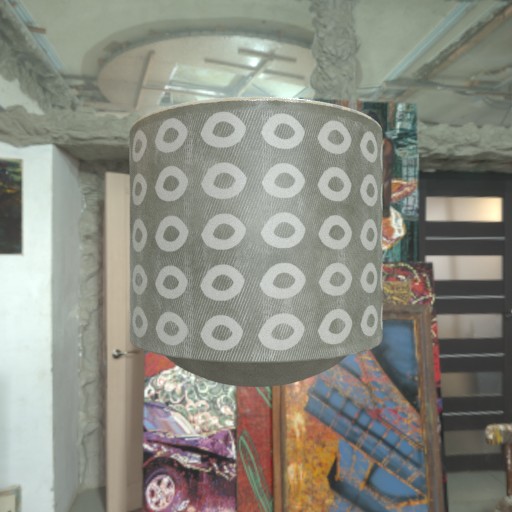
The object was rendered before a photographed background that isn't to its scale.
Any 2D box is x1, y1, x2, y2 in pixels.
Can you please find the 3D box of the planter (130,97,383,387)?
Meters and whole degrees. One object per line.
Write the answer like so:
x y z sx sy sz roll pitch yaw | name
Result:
0.000 0.000 0.456 0.250 0.239 0.250 0 0 0 | planter
